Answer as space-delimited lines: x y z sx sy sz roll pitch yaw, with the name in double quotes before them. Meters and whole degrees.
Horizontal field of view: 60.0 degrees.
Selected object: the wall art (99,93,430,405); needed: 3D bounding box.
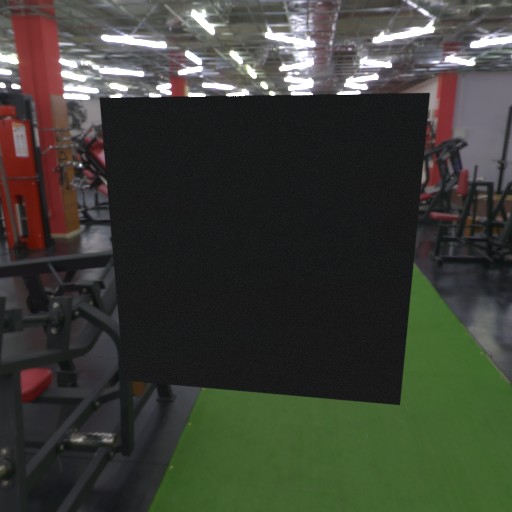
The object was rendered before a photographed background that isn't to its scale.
"wall art" 0.000 0.000 0.671 0.456 0.458 0.013 2 15 9
